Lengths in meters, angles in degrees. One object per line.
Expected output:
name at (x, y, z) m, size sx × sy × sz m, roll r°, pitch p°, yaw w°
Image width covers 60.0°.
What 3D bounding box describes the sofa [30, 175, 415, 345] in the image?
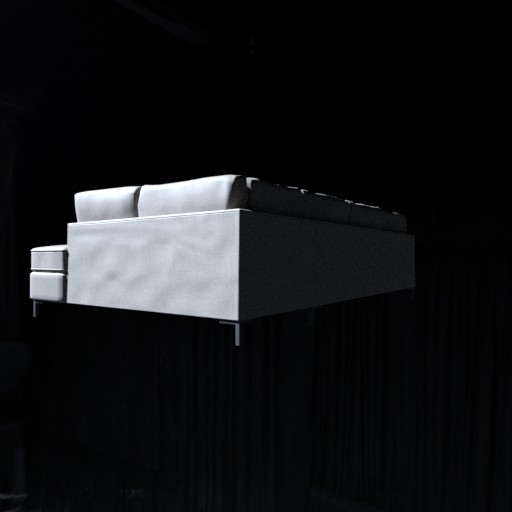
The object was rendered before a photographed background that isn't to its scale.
sofa at (0.000, 0.000, 4.266) m, size 2.077 × 0.964 × 3.331 m, roll 0°, pitch 0°, yaw 35°
